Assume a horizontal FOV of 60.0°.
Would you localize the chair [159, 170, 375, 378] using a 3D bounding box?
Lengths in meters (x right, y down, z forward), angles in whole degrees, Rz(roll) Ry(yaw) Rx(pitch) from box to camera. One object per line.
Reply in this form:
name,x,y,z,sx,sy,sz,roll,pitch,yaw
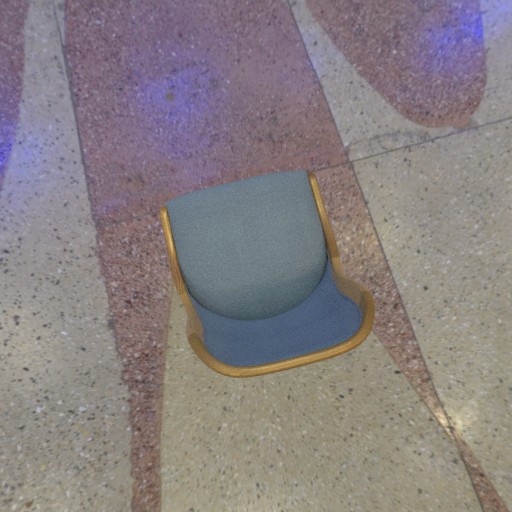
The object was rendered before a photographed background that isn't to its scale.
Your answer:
chair,0.000,0.000,1.465,0.605,1.031,0.735,-13,76,-3
